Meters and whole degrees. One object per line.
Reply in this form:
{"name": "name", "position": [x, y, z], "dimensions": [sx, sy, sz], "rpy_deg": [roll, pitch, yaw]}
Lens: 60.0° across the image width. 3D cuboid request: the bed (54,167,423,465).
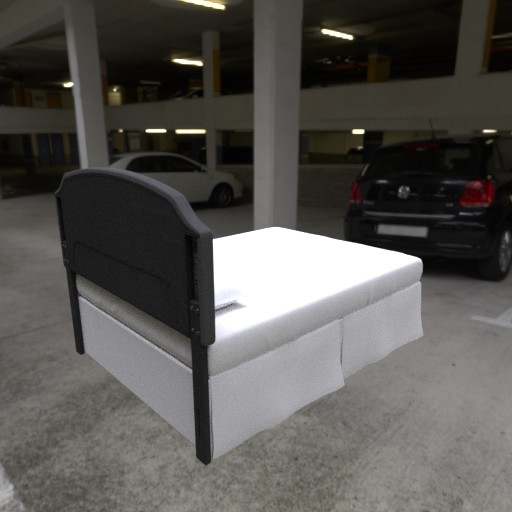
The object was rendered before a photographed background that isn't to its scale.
{"name": "bed", "position": [0.000, 0.000, 2.980], "dimensions": [1.999, 1.270, 1.558], "rpy_deg": [-14, 21, -41]}
